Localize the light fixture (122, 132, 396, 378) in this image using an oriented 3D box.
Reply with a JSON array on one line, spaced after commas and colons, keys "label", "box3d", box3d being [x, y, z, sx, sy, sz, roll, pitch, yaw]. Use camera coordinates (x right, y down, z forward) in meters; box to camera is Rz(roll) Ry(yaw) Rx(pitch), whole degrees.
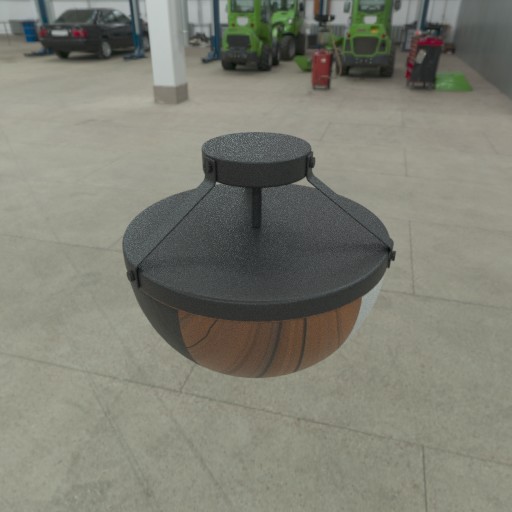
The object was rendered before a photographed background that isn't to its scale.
[{"label": "light fixture", "box3d": [0.000, 0.000, 0.536, 0.304, 0.269, 0.304, 0, 30, 0]}]
